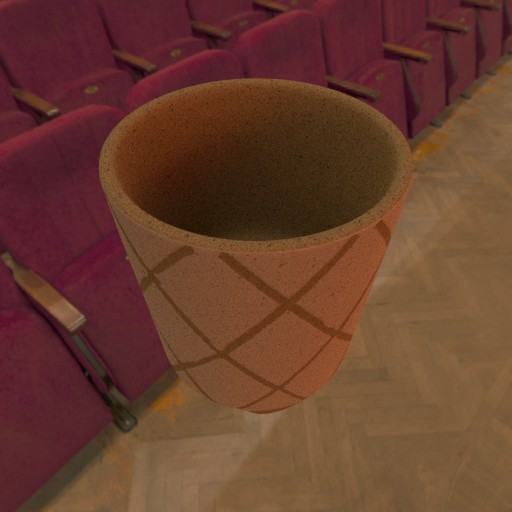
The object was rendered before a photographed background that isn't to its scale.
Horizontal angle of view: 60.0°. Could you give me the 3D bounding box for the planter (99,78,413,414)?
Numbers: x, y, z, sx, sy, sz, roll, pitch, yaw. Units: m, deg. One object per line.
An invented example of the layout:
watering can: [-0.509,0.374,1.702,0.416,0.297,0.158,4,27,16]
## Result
planter: [0.000,0.000,0.346,0.191,0.199,0.191,0,45,0]
